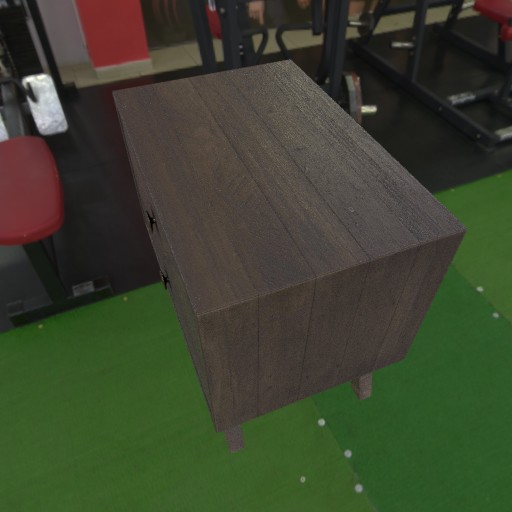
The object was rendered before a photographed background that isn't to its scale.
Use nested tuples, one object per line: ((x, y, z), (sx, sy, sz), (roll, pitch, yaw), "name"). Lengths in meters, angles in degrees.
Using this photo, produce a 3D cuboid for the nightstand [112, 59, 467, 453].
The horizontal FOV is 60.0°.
((0.000, 0.000, 1.053), (0.450, 0.599, 0.650), (-16, 49, -15), "nightstand")
